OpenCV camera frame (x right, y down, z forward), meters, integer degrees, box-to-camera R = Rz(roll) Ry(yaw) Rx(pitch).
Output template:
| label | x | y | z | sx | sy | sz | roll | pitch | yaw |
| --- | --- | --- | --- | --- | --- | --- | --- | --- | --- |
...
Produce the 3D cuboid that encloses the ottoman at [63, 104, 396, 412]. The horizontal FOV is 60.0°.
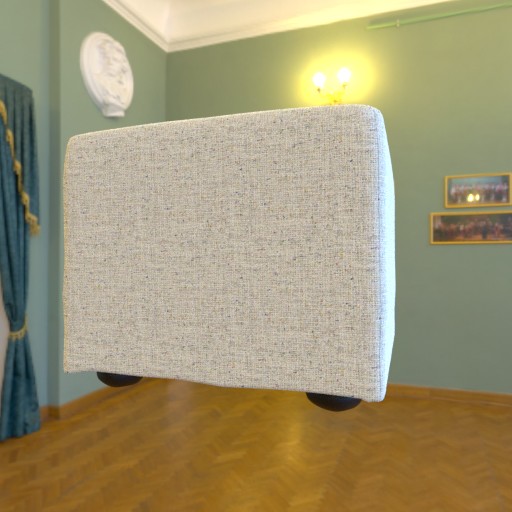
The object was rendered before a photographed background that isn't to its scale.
| label | x | y | z | sx | sy | sz | roll | pitch | yaw |
| --- | --- | --- | --- | --- | --- | --- | --- | --- | --- |
| ottoman | 0.000 | 0.000 | 0.885 | 0.521 | 0.453 | 0.512 | 0 | 0 | 19 |
